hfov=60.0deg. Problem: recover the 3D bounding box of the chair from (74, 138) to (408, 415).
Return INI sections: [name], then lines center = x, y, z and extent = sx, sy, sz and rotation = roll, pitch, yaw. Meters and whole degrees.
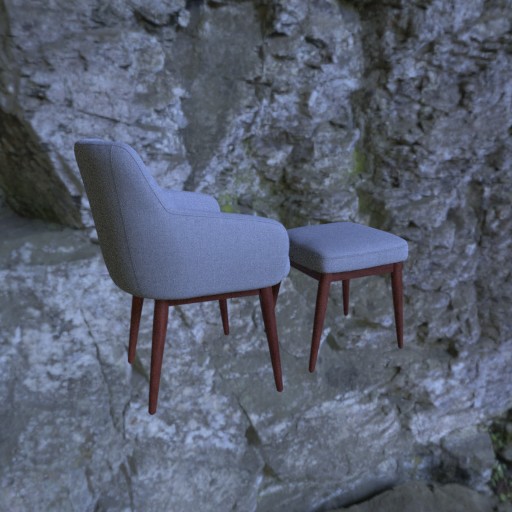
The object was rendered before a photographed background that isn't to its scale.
[chair]
center = 0.000, 0.000, 1.550
extent = 1.107, 0.799, 0.584
rotation = -8, 18, -25
